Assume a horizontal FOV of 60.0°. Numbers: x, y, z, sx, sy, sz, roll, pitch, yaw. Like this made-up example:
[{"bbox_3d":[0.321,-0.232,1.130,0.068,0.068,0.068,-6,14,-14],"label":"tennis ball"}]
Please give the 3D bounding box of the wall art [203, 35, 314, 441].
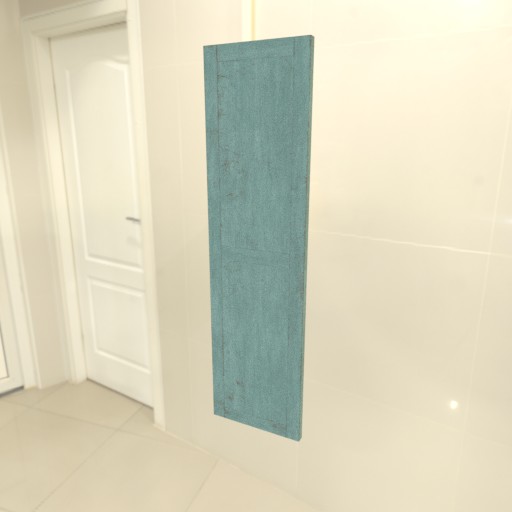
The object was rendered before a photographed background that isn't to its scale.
[{"bbox_3d":[0.000,0.000,1.375,0.329,1.219,0.025,8,17,26],"label":"wall art"}]
